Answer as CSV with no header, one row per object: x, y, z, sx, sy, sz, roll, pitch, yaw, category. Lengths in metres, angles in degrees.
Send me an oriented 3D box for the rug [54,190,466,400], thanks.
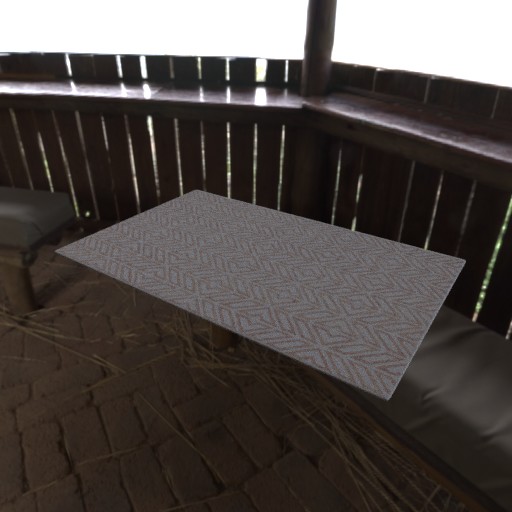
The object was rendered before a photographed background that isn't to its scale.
0.000,0.000,3.081,2.438,0.008,1.523,18,34,30,rug
